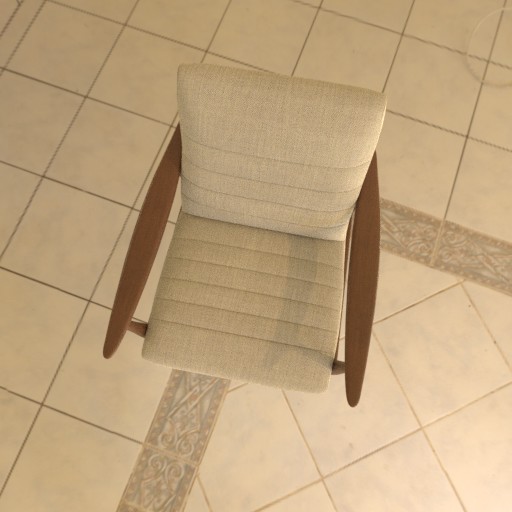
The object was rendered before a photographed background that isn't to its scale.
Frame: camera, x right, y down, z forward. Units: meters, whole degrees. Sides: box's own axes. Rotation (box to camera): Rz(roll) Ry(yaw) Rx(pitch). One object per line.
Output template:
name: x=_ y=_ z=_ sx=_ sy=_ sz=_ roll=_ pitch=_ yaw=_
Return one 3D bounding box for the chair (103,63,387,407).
chair: x=0.000 y=0.000 z=1.441 sx=0.741 sy=0.832 sz=0.798 roll=10 pitch=76 yaw=3
